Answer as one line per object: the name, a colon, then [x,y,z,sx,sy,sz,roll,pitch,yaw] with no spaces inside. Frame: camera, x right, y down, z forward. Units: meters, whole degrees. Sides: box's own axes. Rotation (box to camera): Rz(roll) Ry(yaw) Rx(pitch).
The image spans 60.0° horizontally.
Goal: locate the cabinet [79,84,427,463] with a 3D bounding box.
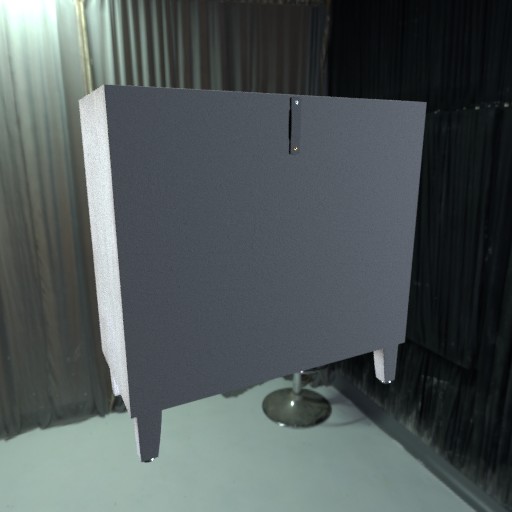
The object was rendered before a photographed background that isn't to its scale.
cabinet: [0.000,0.000,1.192,0.781,0.787,0.370,-8,16,-27]
